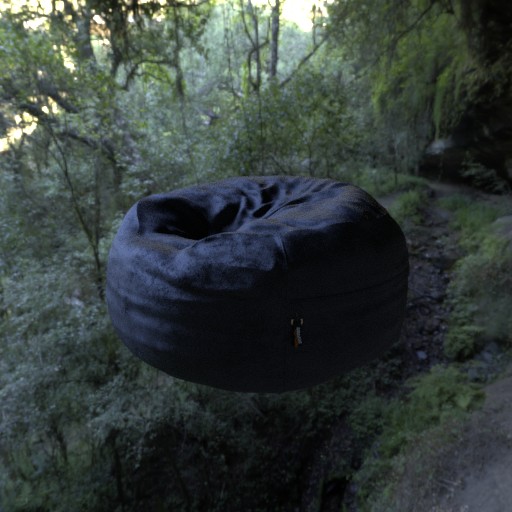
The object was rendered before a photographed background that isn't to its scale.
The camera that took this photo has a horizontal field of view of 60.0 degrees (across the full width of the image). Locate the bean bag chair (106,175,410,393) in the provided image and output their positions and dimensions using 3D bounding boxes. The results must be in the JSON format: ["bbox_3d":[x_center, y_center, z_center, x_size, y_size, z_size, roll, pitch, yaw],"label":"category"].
[{"bbox_3d":[0.000,0.000,2.330,1.525,0.751,1.525,0,17,0],"label":"bean bag chair"}]
